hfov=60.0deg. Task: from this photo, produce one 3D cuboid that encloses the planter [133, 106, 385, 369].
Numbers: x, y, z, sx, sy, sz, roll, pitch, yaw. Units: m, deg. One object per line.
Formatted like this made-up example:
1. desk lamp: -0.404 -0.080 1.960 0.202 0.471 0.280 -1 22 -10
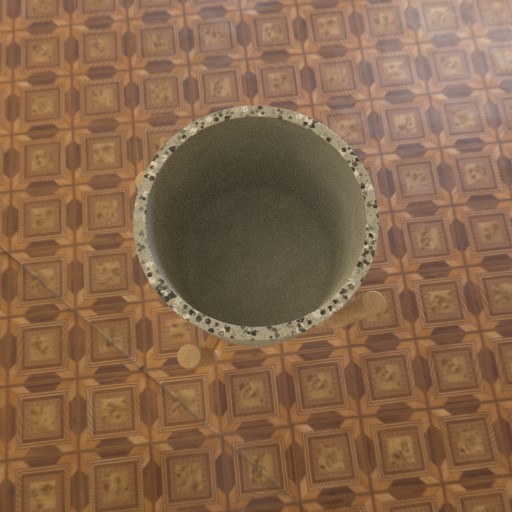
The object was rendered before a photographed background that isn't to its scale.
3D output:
1. planter: 0.000 0.000 0.556 0.284 0.320 0.284 -38 80 -8
